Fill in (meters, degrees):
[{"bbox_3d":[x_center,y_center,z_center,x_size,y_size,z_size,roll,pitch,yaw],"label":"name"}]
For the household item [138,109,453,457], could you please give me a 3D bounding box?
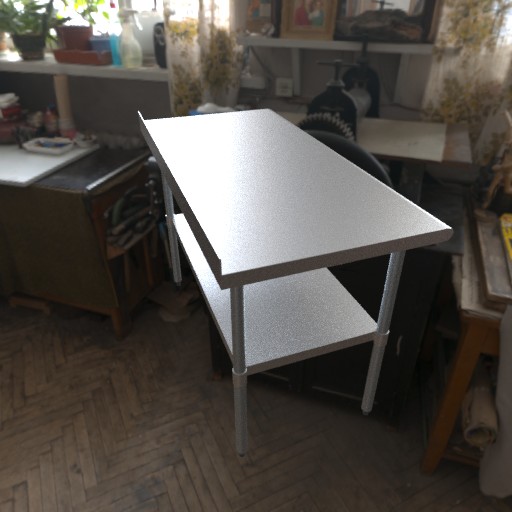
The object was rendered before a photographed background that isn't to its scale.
[{"bbox_3d":[0.000,0.000,1.706,0.610,0.851,1.219,-11,34,-17],"label":"household item"}]
